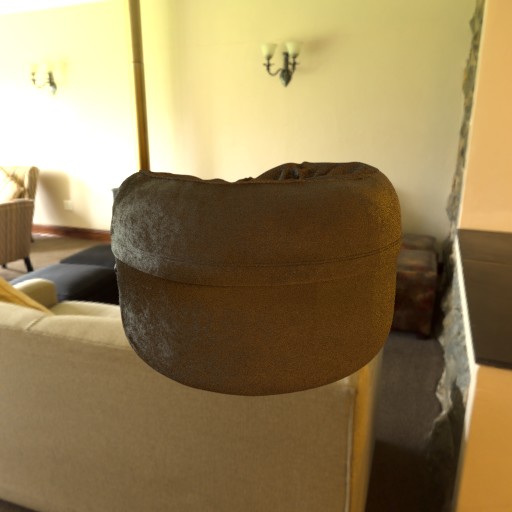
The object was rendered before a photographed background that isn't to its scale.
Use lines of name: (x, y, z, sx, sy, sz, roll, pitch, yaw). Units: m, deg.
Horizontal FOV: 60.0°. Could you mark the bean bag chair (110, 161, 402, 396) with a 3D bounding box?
bean bag chair: (0.000, 0.000, 1.492, 0.918, 0.605, 0.918, 0, 16, 0)
